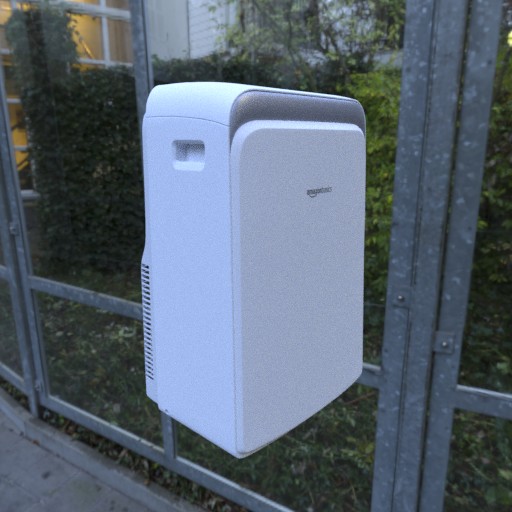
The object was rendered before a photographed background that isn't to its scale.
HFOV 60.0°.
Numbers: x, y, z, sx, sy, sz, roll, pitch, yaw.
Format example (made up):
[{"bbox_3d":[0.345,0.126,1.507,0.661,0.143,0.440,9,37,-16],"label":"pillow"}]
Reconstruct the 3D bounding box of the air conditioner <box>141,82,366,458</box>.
[{"bbox_3d":[0.000,0.000,0.978,0.365,0.700,0.454,14,20,42],"label":"air conditioner"}]
